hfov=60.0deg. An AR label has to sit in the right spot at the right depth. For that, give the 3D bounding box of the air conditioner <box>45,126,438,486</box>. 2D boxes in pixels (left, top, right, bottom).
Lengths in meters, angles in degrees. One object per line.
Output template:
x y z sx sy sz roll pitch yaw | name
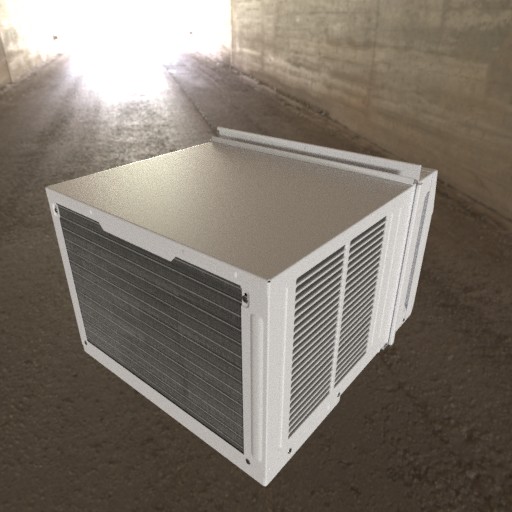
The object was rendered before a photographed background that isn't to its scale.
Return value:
0.000 0.000 0.879 0.503 0.388 0.546 21 35 34 | air conditioner
